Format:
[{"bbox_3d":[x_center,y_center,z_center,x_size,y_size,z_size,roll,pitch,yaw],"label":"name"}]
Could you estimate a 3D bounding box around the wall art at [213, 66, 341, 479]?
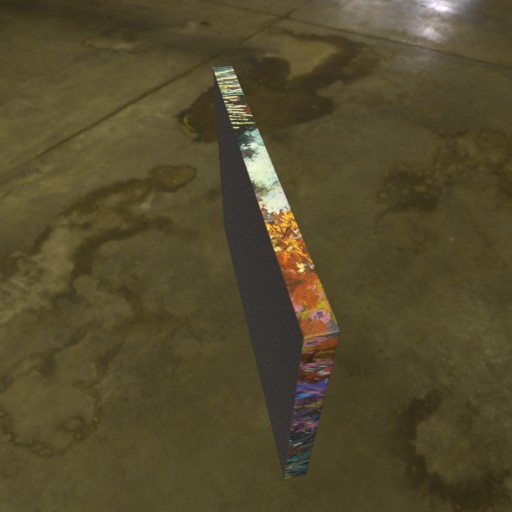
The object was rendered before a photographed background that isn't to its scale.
[{"bbox_3d":[0.000,0.000,0.774,0.037,0.406,0.610,-9,47,-8],"label":"wall art"}]
